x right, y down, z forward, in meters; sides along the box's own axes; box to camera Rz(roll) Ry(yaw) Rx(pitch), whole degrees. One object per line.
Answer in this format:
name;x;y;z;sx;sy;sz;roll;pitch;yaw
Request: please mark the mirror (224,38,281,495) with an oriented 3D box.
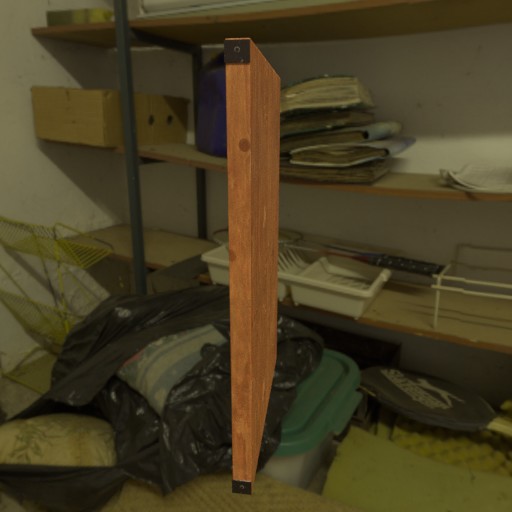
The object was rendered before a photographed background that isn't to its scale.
mirror;0.000;0.000;0.951;0.053;0.761;0.517;2;16;7
